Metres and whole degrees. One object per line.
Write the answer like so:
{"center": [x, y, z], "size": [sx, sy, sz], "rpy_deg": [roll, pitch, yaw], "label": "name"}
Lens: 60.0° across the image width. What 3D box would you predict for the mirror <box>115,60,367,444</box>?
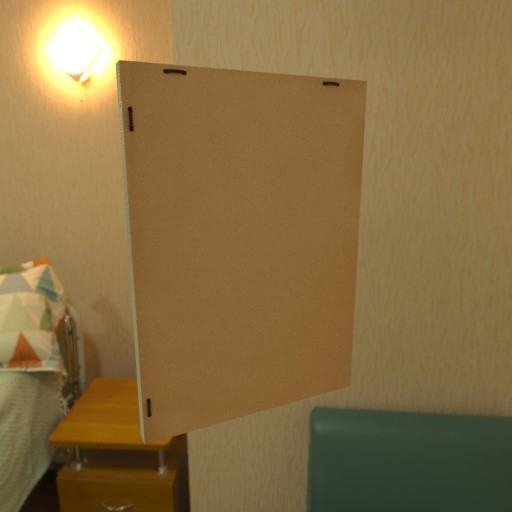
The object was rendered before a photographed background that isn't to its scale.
{"center": [0.000, 0.000, 0.919], "size": [0.507, 0.710, 0.039], "rpy_deg": [-7, 15, -25], "label": "mirror"}
